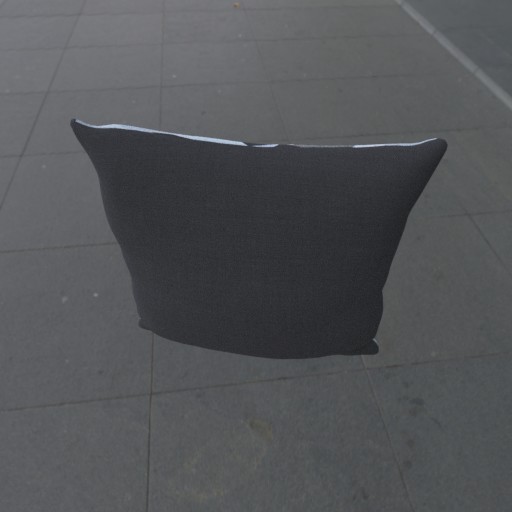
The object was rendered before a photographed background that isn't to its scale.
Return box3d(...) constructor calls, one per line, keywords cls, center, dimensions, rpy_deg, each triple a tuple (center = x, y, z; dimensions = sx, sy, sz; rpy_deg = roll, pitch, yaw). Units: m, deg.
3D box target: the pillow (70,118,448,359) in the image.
box3d(cls="pillow", center=(0.000, 0.000, 0.749), dimensions=(0.503, 0.496, 0.208), rpy_deg=(5, 47, 5))
